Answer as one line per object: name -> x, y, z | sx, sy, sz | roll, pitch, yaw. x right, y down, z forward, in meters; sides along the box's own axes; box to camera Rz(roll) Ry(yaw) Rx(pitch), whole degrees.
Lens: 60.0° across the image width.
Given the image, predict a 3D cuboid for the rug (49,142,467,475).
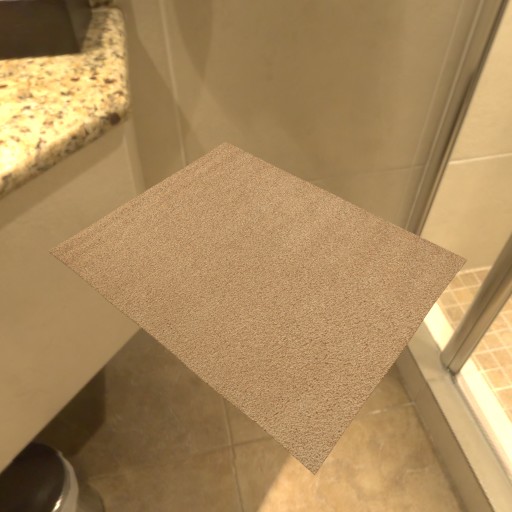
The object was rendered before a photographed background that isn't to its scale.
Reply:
rug -> 0.000, 0.000, 4.068 | 3.000, 0.026, 2.400 | 32, 54, 26
